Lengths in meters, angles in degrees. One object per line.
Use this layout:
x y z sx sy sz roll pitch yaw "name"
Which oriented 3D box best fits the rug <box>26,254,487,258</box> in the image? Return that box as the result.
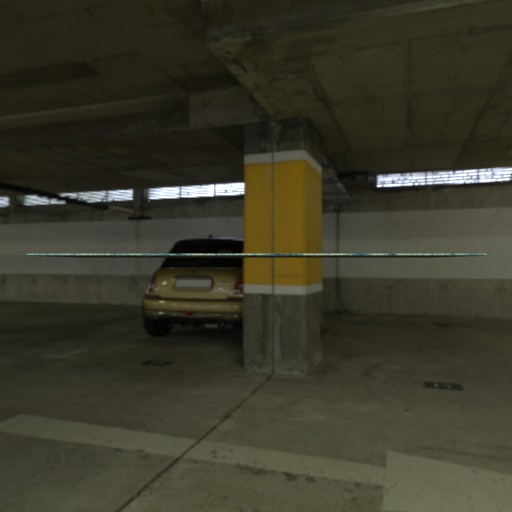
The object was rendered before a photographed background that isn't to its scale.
0.000 0.000 2.710 2.435 0.011 0.750 0 -1 0 "rug"
